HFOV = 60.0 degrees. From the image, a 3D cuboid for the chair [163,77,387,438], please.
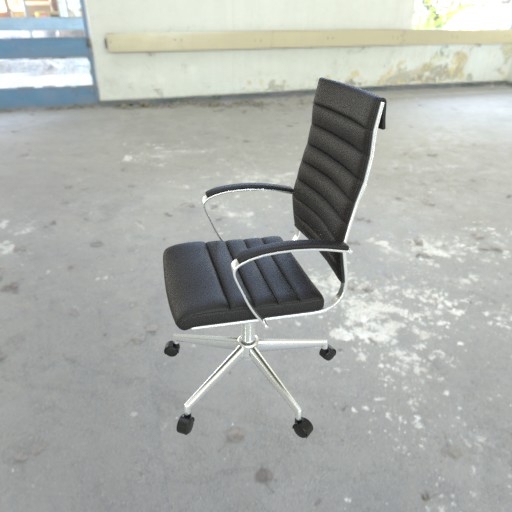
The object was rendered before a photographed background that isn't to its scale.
[{"bbox_3d":[0.000,0.000,1.623,0.739,1.149,0.766,-8,30,-13],"label":"chair"}]
